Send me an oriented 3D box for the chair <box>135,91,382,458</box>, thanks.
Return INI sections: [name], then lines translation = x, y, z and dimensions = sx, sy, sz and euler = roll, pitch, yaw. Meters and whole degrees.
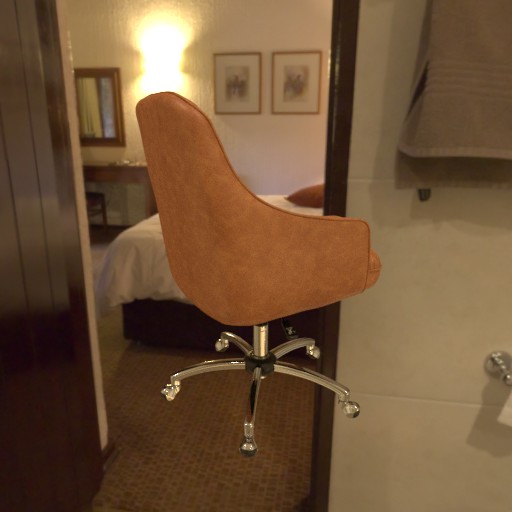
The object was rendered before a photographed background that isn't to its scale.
[chair]
translation = 0.000, 0.000, 1.345
dimensions = 0.615, 0.909, 0.628
euler = -8, 17, -27
